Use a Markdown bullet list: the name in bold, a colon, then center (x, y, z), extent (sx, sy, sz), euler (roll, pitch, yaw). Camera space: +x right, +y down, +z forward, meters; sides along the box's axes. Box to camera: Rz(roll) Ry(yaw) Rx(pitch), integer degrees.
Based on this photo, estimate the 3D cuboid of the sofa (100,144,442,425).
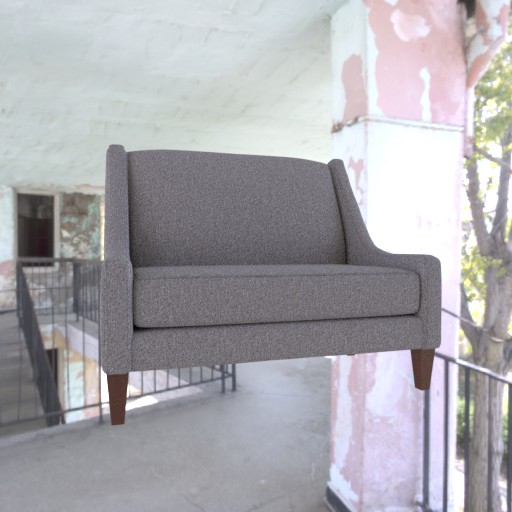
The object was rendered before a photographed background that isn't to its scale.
- **sofa**: center (0.000, 0.000, 1.893), extent (1.242, 1.026, 0.862), euler (0, 1, -17)
